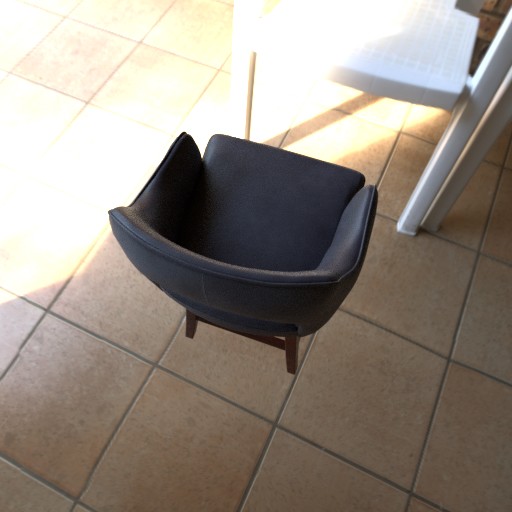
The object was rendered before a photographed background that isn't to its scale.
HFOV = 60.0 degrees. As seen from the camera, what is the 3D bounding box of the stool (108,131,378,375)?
[{"bbox_3d":[0.000,0.000,1.263,0.550,0.936,0.560,17,65,8],"label":"stool"}]
